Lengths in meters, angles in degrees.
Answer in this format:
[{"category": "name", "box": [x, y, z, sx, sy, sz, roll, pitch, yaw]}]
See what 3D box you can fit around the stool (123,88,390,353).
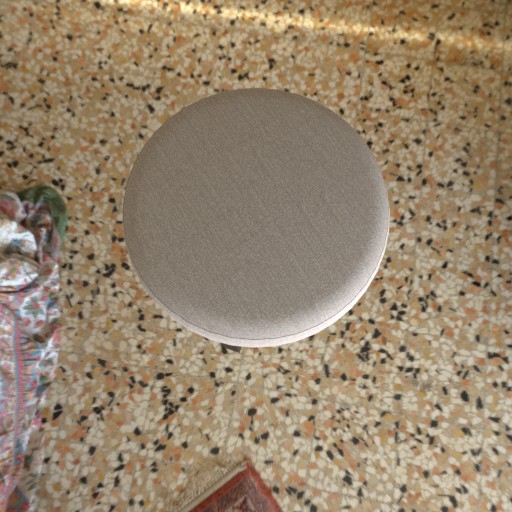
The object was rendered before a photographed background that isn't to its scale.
[{"category": "stool", "box": [0.000, 0.000, 1.046, 0.443, 0.757, 0.443, 0, 76, 0]}]
